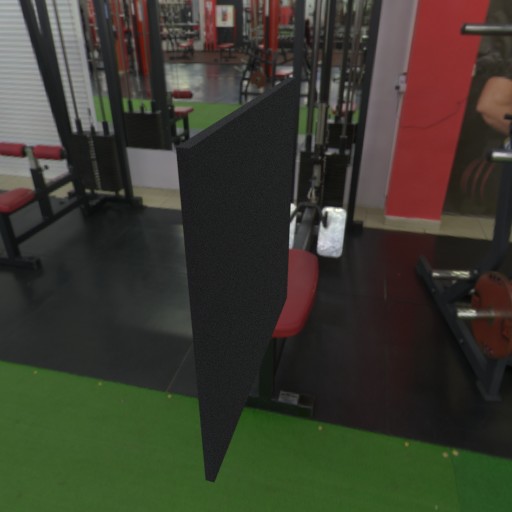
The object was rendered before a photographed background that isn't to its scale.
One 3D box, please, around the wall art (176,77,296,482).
[{"bbox_3d":[0.000,0.000,0.682,0.013,0.458,0.456,8,30,14],"label":"wall art"}]
